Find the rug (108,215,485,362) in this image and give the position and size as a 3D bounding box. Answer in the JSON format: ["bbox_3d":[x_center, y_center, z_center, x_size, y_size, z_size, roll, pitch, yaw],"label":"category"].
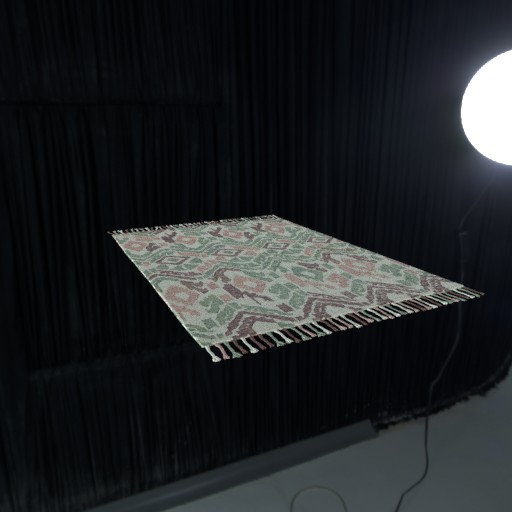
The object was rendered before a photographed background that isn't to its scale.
[{"bbox_3d":[0.000,0.000,2.322,1.219,0.010,1.829,-8,18,-26],"label":"rug"}]
